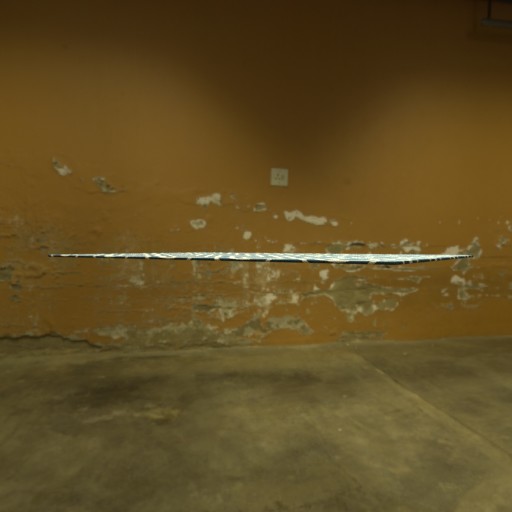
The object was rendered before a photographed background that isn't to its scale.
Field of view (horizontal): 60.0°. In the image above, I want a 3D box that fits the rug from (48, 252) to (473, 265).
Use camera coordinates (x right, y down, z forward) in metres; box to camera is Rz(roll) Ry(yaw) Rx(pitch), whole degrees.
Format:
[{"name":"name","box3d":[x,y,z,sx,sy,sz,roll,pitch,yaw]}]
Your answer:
[{"name":"rug","box3d":[0.000,0.000,2.171,1.753,0.010,1.143,1,1,36]}]
